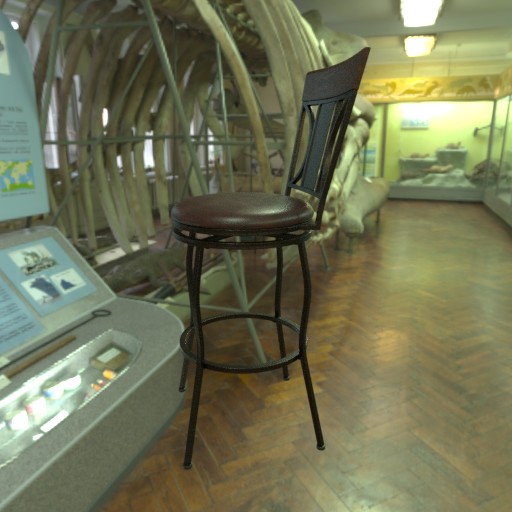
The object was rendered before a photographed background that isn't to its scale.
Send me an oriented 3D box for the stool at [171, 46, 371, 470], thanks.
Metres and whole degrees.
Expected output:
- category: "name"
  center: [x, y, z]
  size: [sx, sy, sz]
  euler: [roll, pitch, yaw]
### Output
- category: "stool"
  center: [0.000, 0.000, 1.373]
  size: [0.513, 1.130, 0.448]
  euler: [-3, 16, -11]
